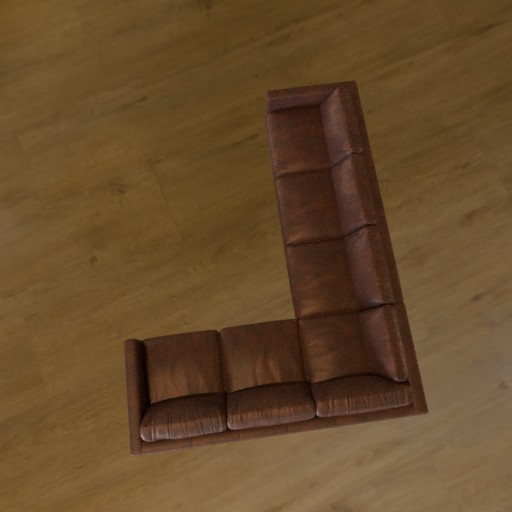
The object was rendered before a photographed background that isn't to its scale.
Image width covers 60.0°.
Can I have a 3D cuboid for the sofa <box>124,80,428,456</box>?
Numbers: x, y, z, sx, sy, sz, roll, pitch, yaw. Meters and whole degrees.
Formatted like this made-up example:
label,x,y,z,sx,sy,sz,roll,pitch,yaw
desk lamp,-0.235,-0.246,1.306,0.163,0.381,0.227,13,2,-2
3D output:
label,x,y,z,sx,sy,sz,roll,pitch,yaw
sofa,0.000,0.000,4.214,2.438,0.836,3.152,-7,76,-2
